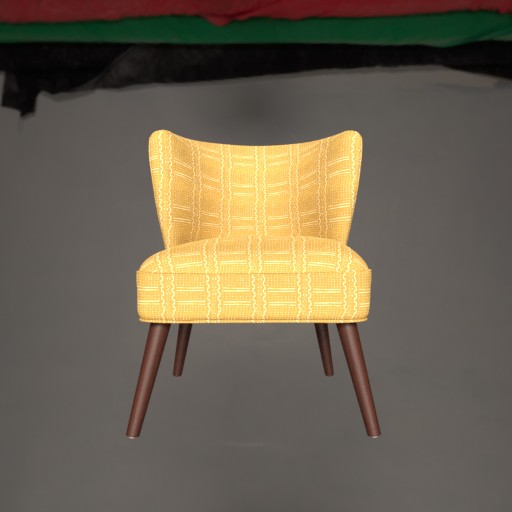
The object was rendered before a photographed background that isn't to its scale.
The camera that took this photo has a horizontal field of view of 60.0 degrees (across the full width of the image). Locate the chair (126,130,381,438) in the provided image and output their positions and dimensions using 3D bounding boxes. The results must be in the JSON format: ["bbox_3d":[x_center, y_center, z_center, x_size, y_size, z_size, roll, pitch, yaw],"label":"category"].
[{"bbox_3d":[0.000,0.000,1.422,0.706,0.866,0.758,0,0,0],"label":"chair"}]
